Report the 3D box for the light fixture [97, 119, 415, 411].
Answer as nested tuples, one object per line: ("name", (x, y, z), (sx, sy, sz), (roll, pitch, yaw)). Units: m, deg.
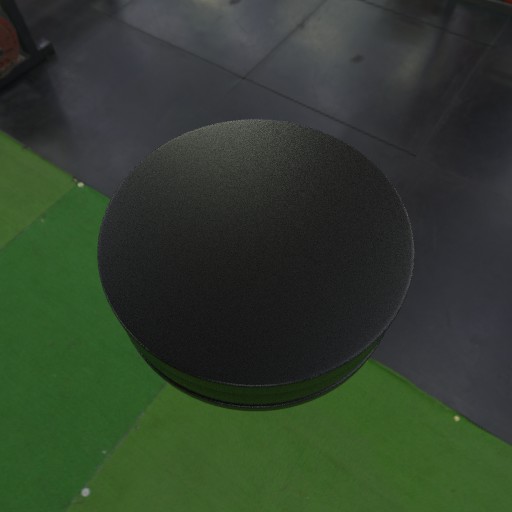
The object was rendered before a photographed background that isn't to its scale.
("light fixture", (0.000, 0.000, 0.438), (0.283, 0.097, 0.283), (0, 59, 0))
